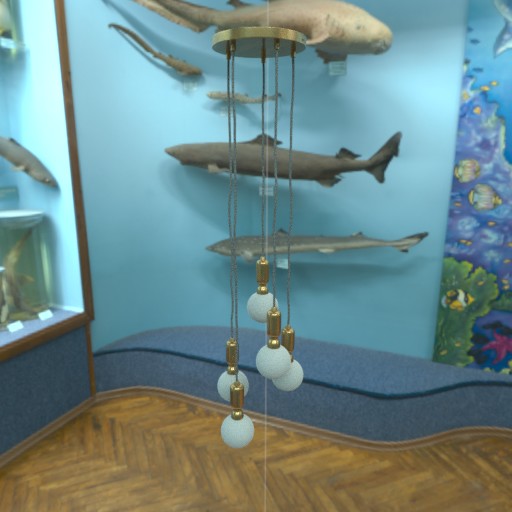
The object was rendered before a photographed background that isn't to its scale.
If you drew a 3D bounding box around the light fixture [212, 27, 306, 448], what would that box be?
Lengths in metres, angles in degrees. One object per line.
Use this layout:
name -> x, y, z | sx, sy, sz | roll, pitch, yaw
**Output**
light fixture -> 0.000, 0.000, 0.508 | 0.105, 0.457, 0.108 | 7, 15, 26
